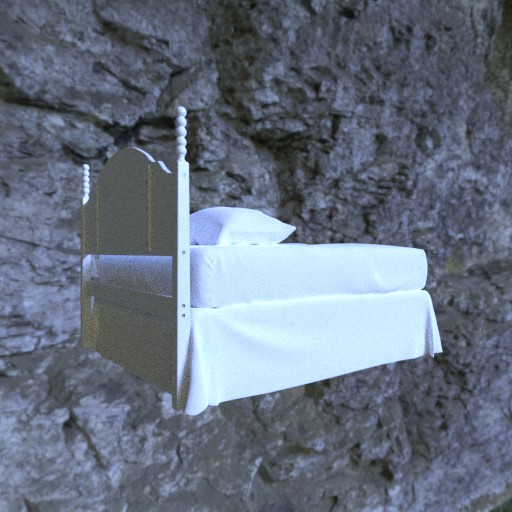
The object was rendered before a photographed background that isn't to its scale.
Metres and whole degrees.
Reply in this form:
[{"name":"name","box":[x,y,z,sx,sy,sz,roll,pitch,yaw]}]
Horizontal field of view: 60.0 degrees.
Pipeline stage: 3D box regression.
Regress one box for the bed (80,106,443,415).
[{"name":"bed","box":[0.000,0.000,3.210,2.040,1.356,1.873,0,1,-35]}]
